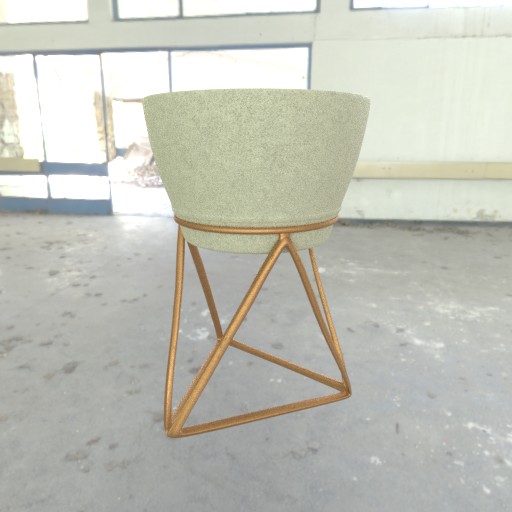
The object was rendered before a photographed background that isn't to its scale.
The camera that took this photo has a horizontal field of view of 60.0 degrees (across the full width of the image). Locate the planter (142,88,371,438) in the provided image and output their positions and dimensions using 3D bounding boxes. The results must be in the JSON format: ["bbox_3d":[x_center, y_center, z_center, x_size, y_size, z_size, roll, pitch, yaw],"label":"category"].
[{"bbox_3d":[0.000,0.000,0.760,0.350,0.504,0.350,2,15,9],"label":"planter"}]
